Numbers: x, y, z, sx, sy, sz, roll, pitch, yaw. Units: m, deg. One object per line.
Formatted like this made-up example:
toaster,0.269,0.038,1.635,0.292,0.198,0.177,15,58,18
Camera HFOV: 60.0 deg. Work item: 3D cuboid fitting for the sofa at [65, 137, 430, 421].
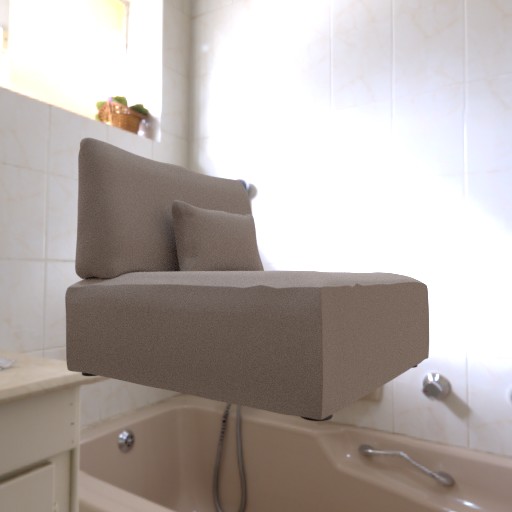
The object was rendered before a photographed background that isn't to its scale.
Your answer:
sofa,0.000,0.000,1.644,1.000,0.828,0.935,-2,-3,35
